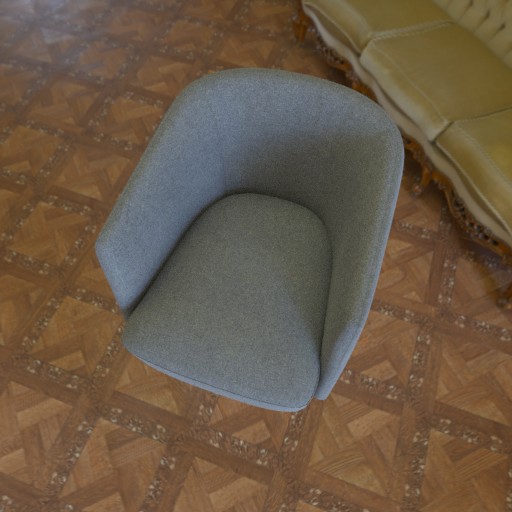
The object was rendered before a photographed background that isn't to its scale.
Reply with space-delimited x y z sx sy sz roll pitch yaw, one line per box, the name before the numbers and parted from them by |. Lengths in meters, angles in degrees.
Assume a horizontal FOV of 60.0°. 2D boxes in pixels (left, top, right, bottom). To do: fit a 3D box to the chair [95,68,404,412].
chair | 0.000 0.000 1.615 0.822 0.861 0.986 16 60 10
